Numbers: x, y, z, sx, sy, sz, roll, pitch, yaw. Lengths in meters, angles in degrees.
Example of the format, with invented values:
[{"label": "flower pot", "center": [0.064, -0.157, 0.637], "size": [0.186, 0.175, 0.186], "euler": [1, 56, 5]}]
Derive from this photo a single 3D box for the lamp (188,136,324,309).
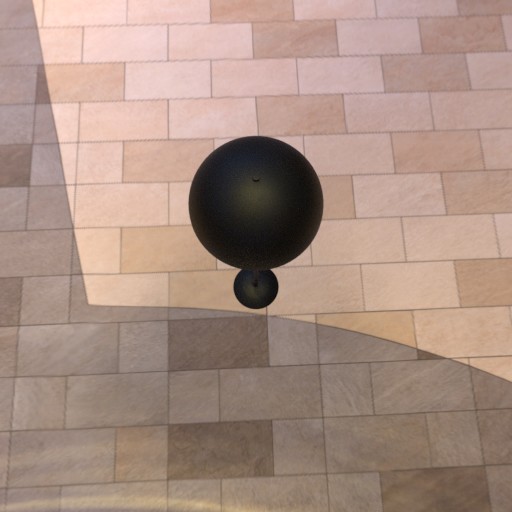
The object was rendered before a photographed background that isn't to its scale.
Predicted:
[{"label": "lamp", "center": [0.000, 0.000, 1.638], "size": [0.328, 1.480, 0.328], "euler": [41, 80, 8]}]
